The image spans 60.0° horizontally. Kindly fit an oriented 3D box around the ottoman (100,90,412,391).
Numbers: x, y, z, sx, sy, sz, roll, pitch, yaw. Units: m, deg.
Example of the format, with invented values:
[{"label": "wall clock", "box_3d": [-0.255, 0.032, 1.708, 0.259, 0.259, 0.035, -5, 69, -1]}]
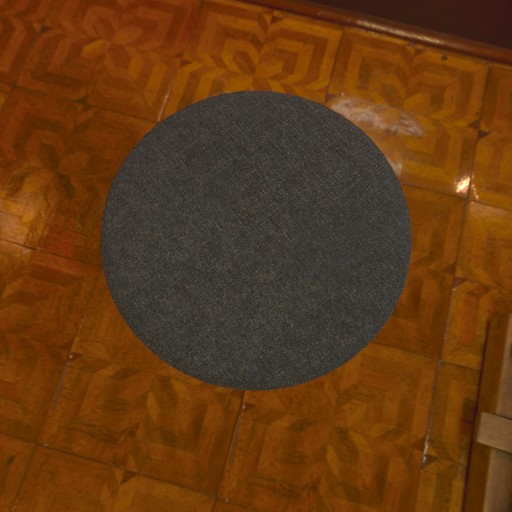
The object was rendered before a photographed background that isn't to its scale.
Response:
[{"label": "ottoman", "box_3d": [0.000, 0.000, 0.912, 0.520, 0.430, 0.520, 0, 75, 0]}]
